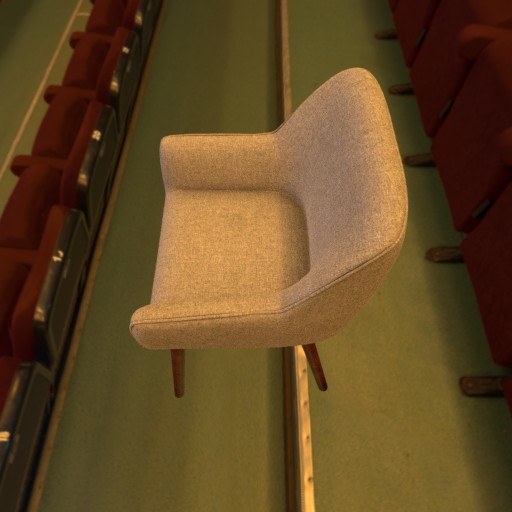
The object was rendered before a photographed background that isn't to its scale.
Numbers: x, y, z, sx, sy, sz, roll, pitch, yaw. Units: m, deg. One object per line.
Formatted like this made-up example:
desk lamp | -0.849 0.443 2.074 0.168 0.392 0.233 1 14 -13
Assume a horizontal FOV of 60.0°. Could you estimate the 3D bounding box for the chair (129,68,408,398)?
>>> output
chair | 0.000 0.000 1.135 0.519 0.803 0.543 0 57 0
